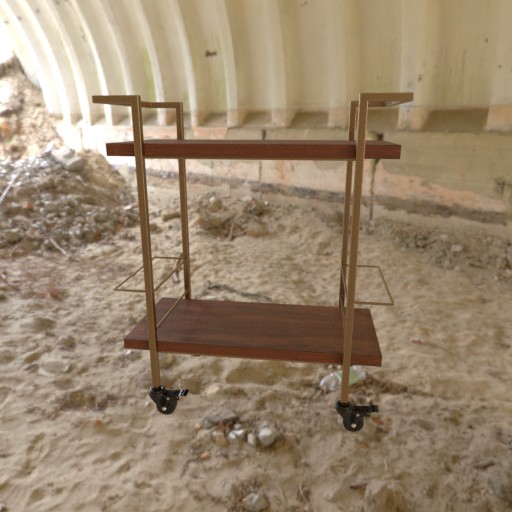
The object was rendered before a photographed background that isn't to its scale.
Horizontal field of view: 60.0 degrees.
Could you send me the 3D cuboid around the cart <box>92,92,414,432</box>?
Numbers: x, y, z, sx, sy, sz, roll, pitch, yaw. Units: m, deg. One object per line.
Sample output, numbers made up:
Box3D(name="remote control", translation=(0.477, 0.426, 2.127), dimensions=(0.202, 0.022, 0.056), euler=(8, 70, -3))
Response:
Box3D(name="cart", translation=(0.000, 0.000, 1.203), dimensions=(0.695, 0.807, 0.364), euler=(2, 17, 8))
